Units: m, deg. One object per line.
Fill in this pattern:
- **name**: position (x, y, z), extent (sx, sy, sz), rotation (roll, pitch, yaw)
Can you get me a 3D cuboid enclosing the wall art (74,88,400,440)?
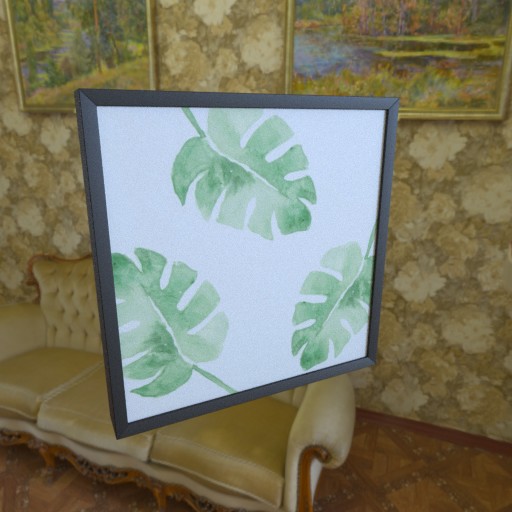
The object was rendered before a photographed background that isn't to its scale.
- **wall art**: position (0.000, 0.000, 0.444), extent (0.304, 0.304, 0.038), rotation (-8, 19, -25)
